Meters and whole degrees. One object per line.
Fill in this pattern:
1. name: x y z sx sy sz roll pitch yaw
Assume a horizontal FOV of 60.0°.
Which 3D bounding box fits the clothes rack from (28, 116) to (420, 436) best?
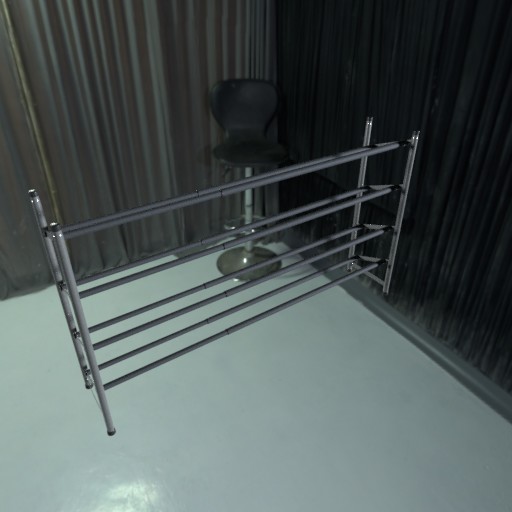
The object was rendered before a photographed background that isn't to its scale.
1. clothes rack: 0.000 0.000 1.432 1.168 0.672 0.229 -20 37 -29
